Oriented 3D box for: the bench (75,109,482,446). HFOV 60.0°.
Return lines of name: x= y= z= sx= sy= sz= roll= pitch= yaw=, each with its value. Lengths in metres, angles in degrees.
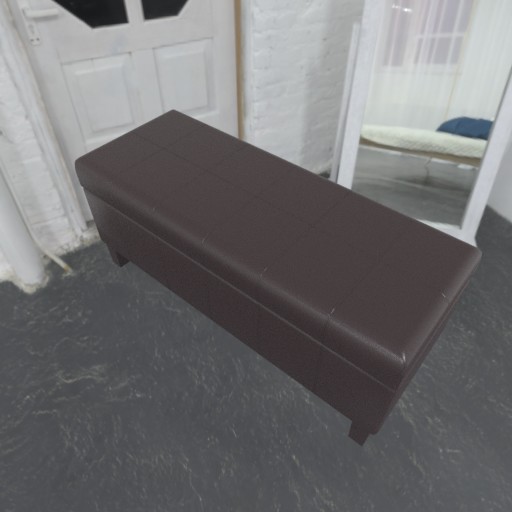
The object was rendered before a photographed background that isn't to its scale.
bench: x=0.000 y=0.000 z=1.351 sx=1.092 sy=0.457 sz=0.429 roll=31 pitch=54 yaw=26
